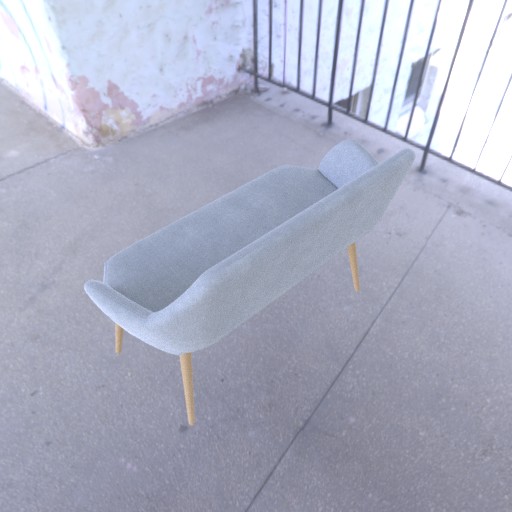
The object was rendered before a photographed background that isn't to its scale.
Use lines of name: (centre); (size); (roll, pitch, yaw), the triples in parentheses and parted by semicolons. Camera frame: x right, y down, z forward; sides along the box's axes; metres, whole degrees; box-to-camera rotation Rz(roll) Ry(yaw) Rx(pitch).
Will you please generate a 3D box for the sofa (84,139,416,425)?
sofa: (0.000, 0.000, 1.609); (1.150, 0.840, 0.610); (-33, 54, -28)
